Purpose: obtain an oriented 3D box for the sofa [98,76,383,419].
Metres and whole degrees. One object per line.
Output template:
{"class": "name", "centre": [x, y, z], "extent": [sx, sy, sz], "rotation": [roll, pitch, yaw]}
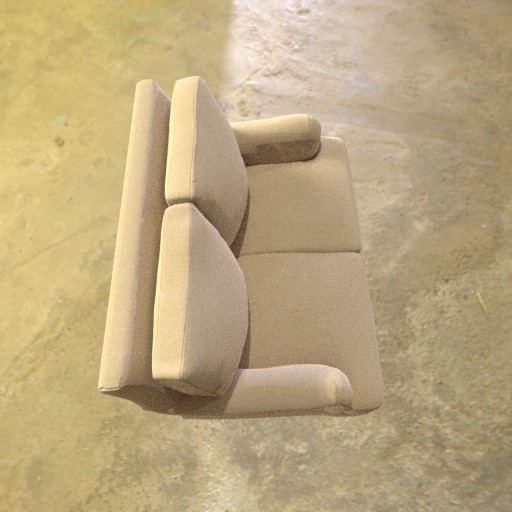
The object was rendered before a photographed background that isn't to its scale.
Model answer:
{"class": "sofa", "centre": [0.000, 0.000, 2.183], "extent": [1.087, 1.048, 1.508], "rotation": [-1, 64, -1]}
